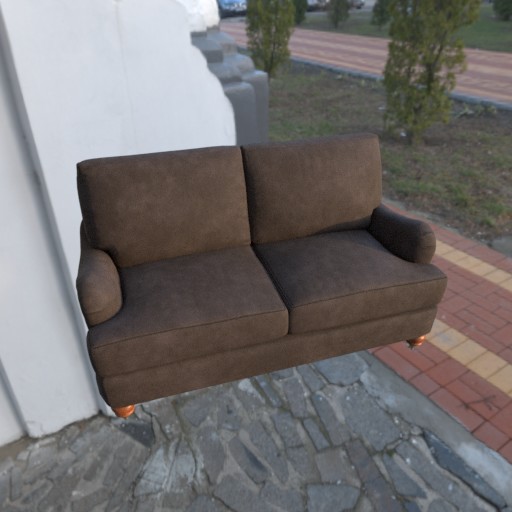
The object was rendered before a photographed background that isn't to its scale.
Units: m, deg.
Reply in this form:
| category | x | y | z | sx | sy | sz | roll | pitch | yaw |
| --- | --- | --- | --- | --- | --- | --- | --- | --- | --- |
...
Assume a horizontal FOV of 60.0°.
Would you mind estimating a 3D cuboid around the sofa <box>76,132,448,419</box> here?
| category | x | y | z | sx | sy | sz | roll | pitch | yaw |
| --- | --- | --- | --- | --- | --- | --- | --- | --- | --- |
| sofa | 0.000 | 0.000 | 2.492 | 1.853 | 1.101 | 1.084 | -9 | 33 | -15 |
